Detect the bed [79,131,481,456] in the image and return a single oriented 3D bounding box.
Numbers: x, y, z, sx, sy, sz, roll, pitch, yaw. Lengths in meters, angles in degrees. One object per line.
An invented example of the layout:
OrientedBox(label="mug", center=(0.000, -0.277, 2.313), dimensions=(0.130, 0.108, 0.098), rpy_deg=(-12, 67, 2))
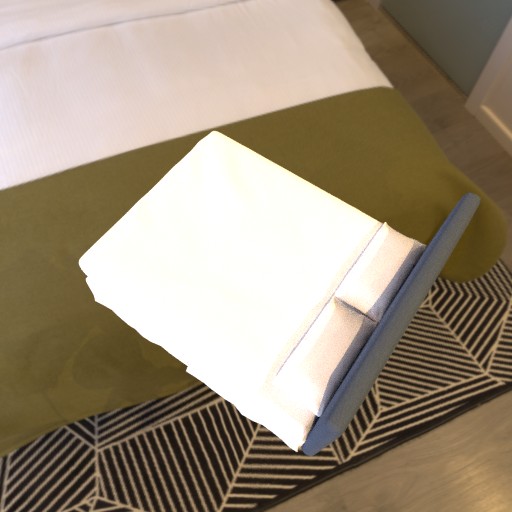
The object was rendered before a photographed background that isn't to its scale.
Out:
OrientedBox(label="bed", center=(0.000, 0.000, 3.180), dimensions=(2.162, 1.330, 1.713), rpy_deg=(33, 66, 16))
